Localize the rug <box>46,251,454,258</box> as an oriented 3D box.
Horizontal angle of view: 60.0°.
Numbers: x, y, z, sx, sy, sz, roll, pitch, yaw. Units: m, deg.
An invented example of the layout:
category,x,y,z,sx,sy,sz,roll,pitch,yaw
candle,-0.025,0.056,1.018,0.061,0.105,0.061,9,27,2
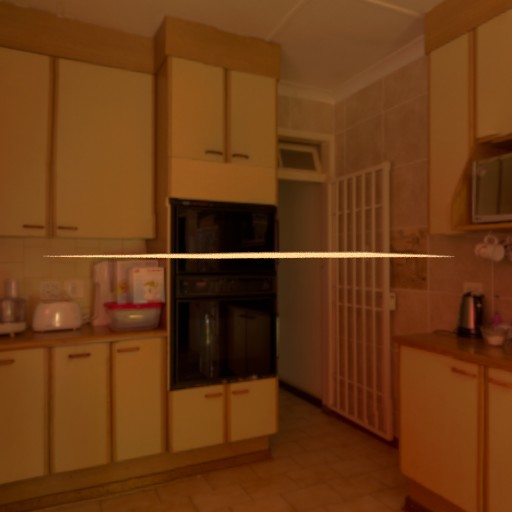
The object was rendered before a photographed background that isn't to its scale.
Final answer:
category,x,y,z,sx,sy,sz,roll,pitch,yaw
rug,0.000,0.000,4.159,3.048,0.013,2.438,0,-1,34
